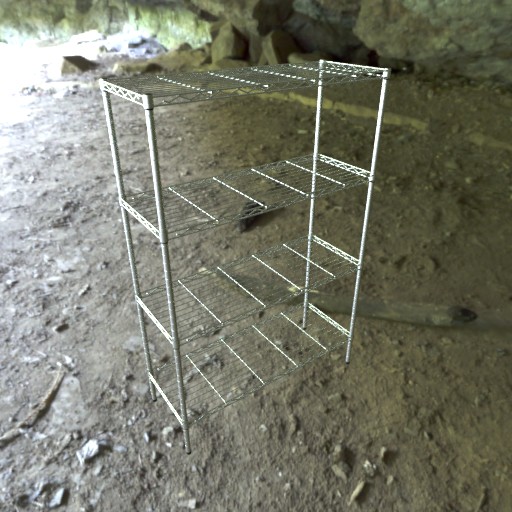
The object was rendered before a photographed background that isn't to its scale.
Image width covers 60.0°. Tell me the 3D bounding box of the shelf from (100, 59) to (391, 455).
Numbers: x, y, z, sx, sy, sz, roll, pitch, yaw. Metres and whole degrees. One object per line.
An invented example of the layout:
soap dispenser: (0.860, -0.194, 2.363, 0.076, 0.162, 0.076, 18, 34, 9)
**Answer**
shelf: (0.000, 0.000, 1.764, 0.907, 1.360, 0.352, -19, 35, -30)
